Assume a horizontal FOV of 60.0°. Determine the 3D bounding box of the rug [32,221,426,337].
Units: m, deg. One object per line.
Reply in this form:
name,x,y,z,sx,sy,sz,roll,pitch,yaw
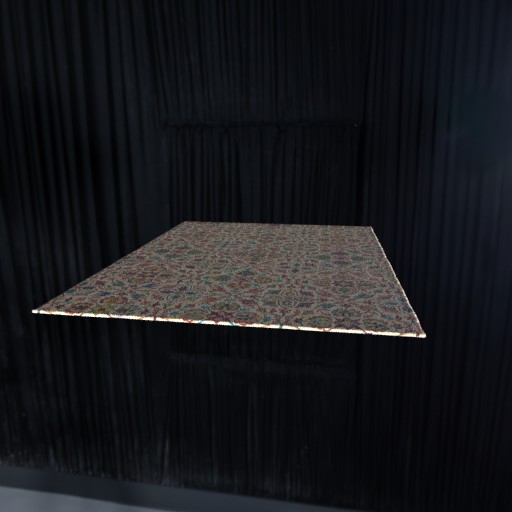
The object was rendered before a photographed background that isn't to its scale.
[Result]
rug,0.000,0.000,4.221,2.446,0.020,3.215,2,15,8
